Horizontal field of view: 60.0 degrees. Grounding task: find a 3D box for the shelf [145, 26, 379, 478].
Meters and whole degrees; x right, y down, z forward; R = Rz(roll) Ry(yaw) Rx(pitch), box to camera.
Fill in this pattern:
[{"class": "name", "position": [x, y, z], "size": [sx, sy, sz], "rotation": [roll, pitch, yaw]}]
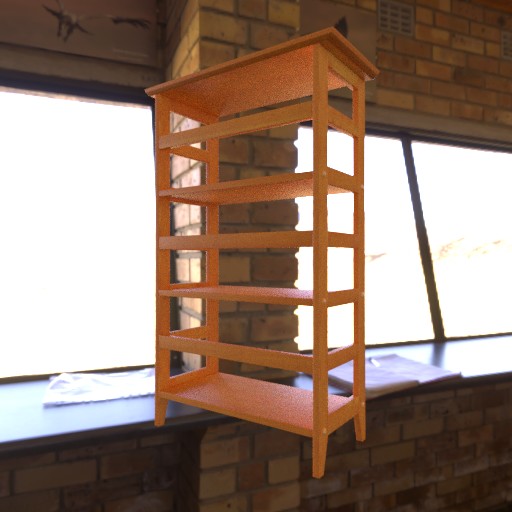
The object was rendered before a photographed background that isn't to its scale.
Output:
[{"class": "shelf", "position": [0.000, 0.000, 1.346], "size": [0.660, 1.067, 0.305], "rotation": [0, 0, 36]}]
